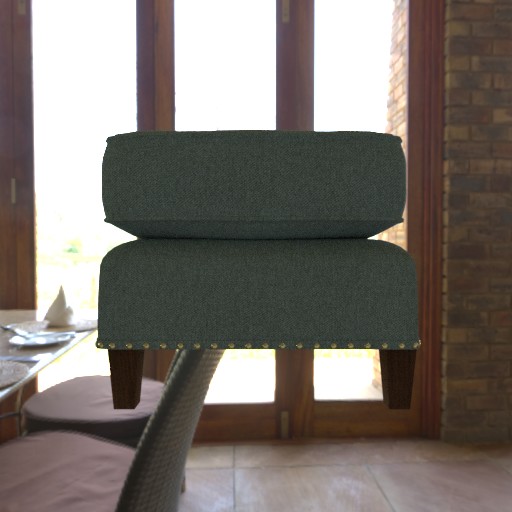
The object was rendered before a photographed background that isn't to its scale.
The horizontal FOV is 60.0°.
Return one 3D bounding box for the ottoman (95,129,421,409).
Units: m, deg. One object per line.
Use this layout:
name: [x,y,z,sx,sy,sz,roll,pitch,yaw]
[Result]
ottoman: [0.000,0.000,1.133,0.589,0.537,0.738,0,1,0]
